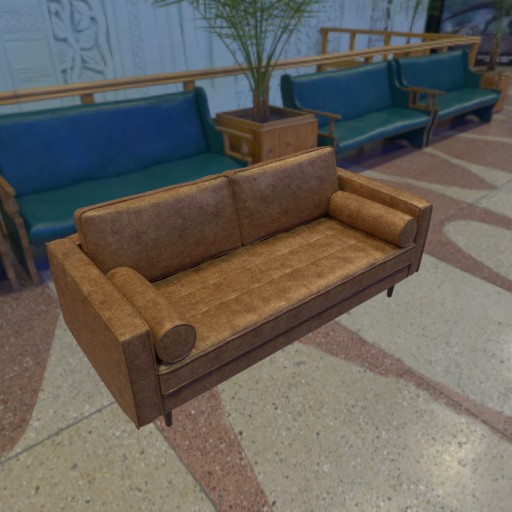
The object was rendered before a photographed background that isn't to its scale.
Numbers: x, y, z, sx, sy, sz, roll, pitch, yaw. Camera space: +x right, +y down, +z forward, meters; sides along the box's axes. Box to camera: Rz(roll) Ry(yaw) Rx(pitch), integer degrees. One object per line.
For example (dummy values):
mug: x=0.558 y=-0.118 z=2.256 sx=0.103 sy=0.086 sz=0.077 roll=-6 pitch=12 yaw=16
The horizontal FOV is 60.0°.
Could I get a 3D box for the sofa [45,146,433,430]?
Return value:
sofa: x=0.000 y=0.000 z=2.426 sx=1.920 sy=0.825 sz=0.924 roll=-22 pitch=37 yaw=-32
